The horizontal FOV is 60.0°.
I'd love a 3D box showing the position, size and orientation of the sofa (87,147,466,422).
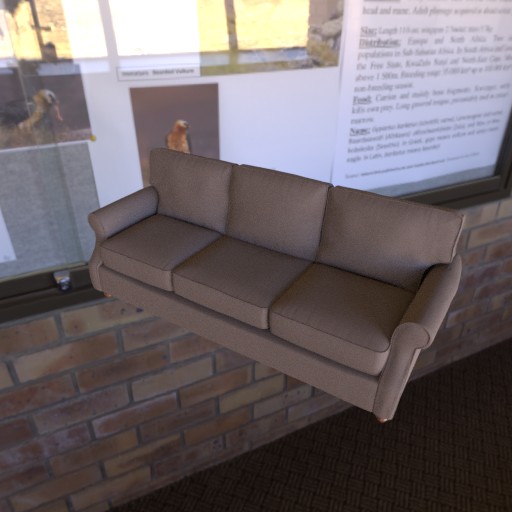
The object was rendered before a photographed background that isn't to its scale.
[{"bbox_3d":[0.000,0.000,2.842,2.353,0.948,0.966,18,35,27],"label":"sofa"}]
